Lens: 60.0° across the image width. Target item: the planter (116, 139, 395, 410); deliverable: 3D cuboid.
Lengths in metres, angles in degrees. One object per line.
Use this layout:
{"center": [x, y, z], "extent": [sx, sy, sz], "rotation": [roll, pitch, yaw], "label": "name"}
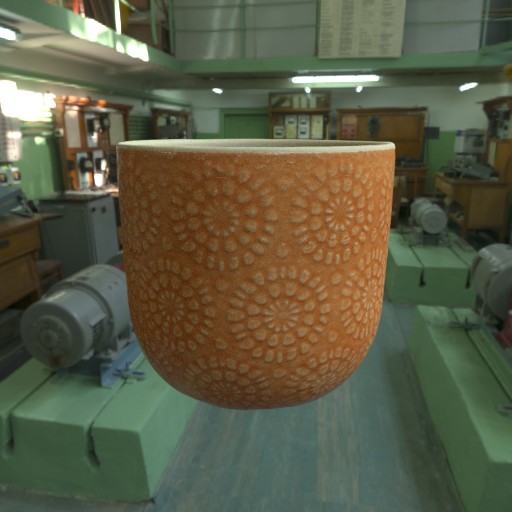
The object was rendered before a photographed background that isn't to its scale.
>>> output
{"center": [0.000, 0.000, 0.290], "extent": [0.170, 0.152, 0.170], "rotation": [0, 16, 0], "label": "planter"}
